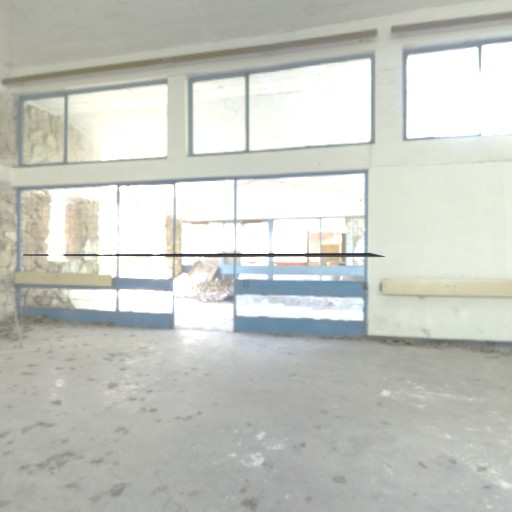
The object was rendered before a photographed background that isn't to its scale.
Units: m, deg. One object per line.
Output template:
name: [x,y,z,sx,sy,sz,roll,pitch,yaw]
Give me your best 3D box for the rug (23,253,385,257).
rug: [0.000,0.000,3.762,2.053,0.011,2.940,0,0,17]
